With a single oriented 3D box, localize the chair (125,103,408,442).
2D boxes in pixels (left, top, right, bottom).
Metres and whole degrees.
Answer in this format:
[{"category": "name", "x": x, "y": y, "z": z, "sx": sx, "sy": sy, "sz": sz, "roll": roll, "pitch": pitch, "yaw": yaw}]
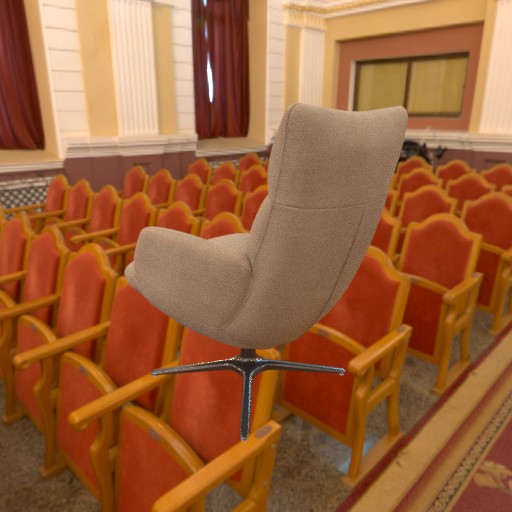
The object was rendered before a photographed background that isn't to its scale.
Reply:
[{"category": "chair", "x": 0.000, "y": 0.000, "z": 1.590, "sx": 0.711, "sy": 1.016, "sz": 0.889, "roll": -17, "pitch": 24, "yaw": -42}]
